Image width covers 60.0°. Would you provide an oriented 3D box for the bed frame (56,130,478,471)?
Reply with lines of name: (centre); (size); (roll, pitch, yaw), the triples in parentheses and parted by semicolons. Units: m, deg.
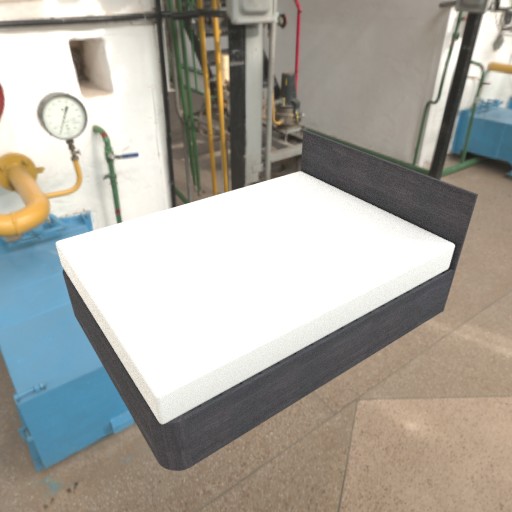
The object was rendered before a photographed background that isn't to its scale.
bed frame: (0.000, 0.000, 2.584); (1.900, 0.800, 1.400); (-21, 38, -29)
